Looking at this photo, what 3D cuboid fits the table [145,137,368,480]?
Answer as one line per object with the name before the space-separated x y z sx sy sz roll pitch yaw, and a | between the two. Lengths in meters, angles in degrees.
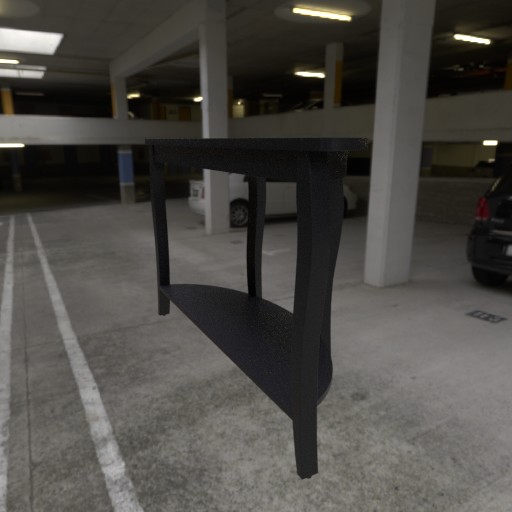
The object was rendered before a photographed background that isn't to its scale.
table | 0.000 0.000 1.521 0.394 0.780 1.219 -8 17 -27
